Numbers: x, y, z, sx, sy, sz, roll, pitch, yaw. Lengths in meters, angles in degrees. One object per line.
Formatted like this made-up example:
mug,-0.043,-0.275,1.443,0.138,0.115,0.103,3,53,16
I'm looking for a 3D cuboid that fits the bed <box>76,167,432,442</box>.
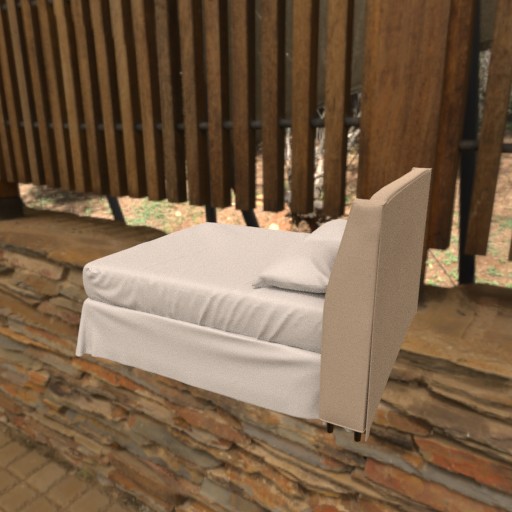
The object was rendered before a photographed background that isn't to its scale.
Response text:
bed,0.000,0.000,3.465,2.276,1.332,1.925,8,18,26
